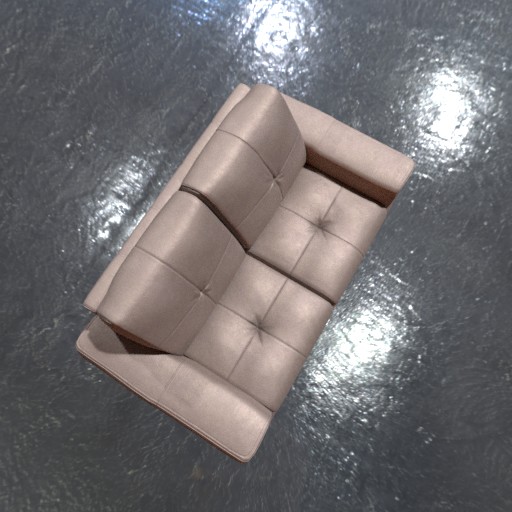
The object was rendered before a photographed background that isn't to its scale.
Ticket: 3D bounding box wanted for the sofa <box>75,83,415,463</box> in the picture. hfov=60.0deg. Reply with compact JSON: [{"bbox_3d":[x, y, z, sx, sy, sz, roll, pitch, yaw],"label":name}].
[{"bbox_3d":[0.000,0.000,2.350,1.018,0.907,1.806,30,77,8],"label":"sofa"}]
